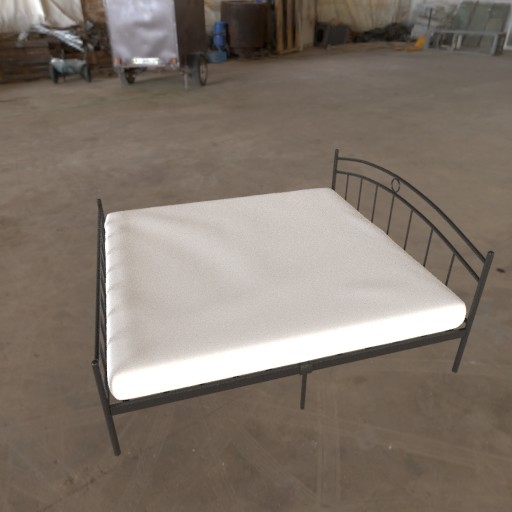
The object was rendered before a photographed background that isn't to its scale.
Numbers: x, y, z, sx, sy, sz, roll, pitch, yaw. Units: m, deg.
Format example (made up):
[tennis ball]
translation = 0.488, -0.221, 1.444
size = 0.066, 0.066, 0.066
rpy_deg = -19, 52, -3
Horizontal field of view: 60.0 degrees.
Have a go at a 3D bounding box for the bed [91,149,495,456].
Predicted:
[bed]
translation = 0.000, 0.000, 3.014
size = 2.040, 0.940, 1.880
rpy_deg = -9, 32, -14
